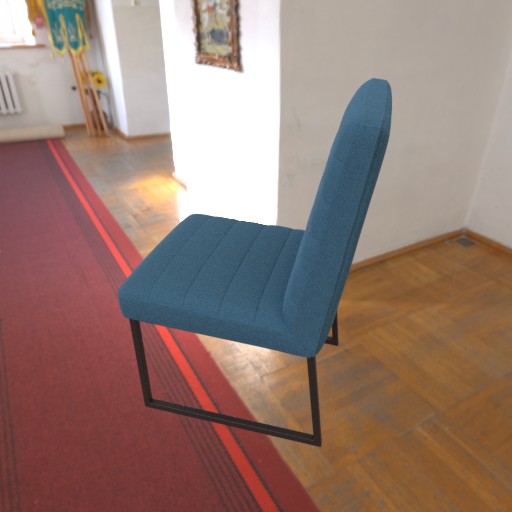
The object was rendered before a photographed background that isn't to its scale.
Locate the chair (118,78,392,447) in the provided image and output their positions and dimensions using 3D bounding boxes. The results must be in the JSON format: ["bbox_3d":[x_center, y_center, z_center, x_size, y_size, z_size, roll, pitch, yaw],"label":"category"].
[{"bbox_3d":[0.000,0.000,1.285,0.634,0.930,0.520,8,31,13],"label":"chair"}]
